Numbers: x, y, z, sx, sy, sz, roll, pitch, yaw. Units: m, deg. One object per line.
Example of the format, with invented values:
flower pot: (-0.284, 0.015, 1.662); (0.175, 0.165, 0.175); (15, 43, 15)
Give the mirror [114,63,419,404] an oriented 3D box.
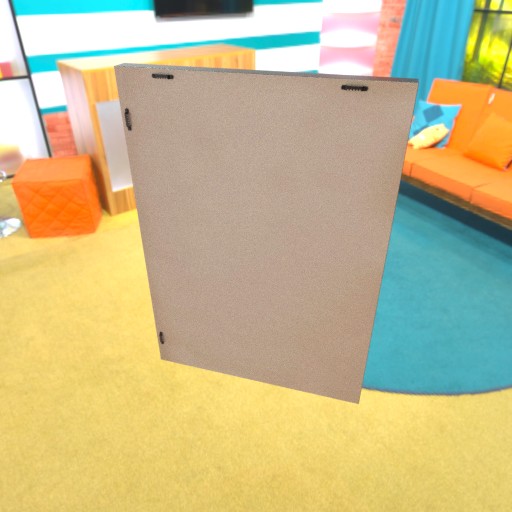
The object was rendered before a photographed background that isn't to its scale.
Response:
mirror: (0.000, 0.000, 0.913); (0.507, 0.710, 0.039); (9, 34, 14)
